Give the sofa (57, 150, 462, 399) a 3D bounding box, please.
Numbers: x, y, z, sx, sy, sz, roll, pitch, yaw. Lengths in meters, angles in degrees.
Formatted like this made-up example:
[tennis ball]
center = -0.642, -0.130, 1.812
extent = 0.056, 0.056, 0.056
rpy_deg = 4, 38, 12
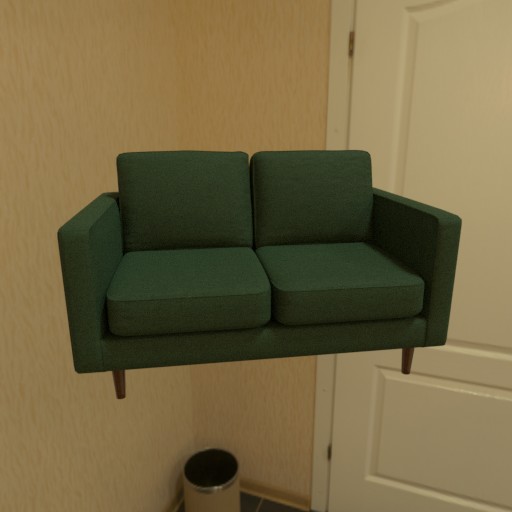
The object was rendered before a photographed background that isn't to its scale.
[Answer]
[sofa]
center = 0.000, 0.000, 1.976
extent = 1.430, 0.899, 0.879
rpy_deg = -2, 16, -8
